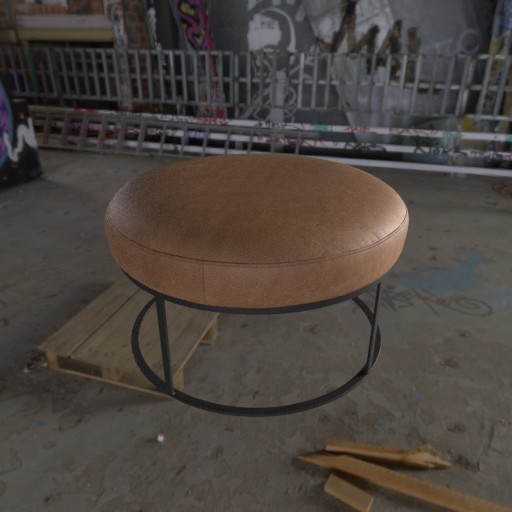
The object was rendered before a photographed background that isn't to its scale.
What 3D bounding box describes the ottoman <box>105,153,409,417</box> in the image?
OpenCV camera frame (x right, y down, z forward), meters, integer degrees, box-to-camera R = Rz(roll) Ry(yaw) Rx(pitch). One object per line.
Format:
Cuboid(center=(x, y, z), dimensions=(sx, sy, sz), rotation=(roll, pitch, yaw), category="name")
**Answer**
Cuboid(center=(0.000, 0.000, 1.244), dimensions=(0.771, 0.460, 0.771), rotation=(0, 26, 0), category="ottoman")
